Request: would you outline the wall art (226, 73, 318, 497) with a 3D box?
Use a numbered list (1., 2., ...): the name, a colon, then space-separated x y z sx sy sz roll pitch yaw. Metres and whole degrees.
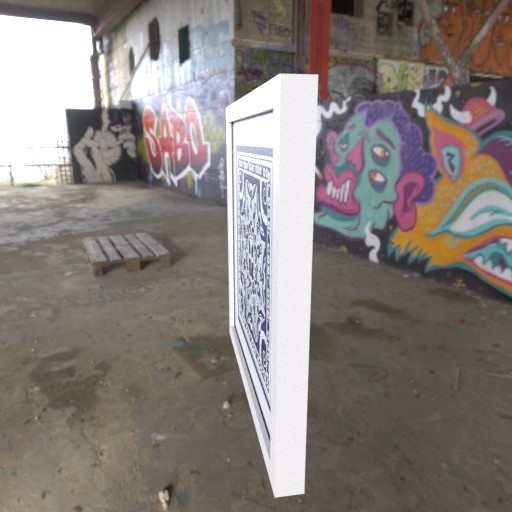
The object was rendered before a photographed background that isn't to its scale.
1. wall art: 0.000 0.000 0.523 0.027 0.355 0.355 -3 15 -10
